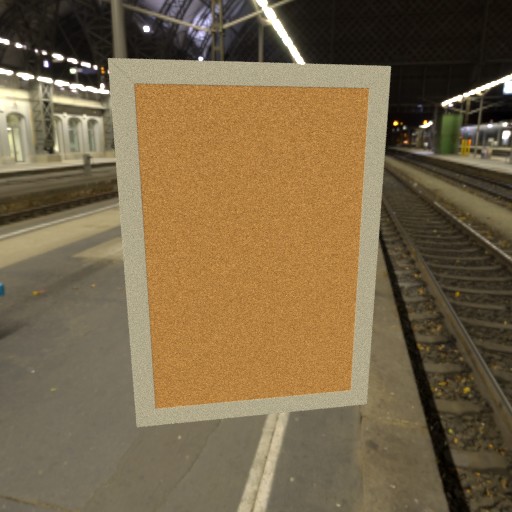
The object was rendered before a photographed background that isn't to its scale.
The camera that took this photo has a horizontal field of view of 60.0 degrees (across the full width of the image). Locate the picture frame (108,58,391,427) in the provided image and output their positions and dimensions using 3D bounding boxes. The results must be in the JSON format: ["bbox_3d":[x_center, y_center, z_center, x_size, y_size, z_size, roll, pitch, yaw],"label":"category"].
[{"bbox_3d":[0.000,0.000,0.568,0.326,0.459,0.011,-2,15,-9],"label":"picture frame"}]
